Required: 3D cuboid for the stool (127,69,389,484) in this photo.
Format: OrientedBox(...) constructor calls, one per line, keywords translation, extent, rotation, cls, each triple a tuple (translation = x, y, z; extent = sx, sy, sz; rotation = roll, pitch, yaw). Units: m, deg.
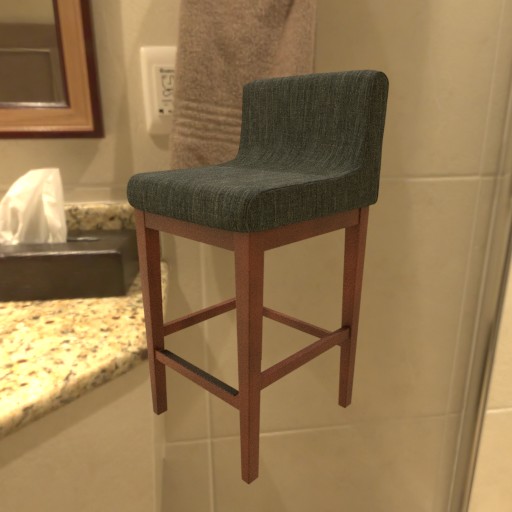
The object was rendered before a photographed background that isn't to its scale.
OrientedBox(translation=(0.000, 0.000, 1.061), extent=(0.395, 0.835, 0.459), rotation=(15, 22, 42), cls="stool")
